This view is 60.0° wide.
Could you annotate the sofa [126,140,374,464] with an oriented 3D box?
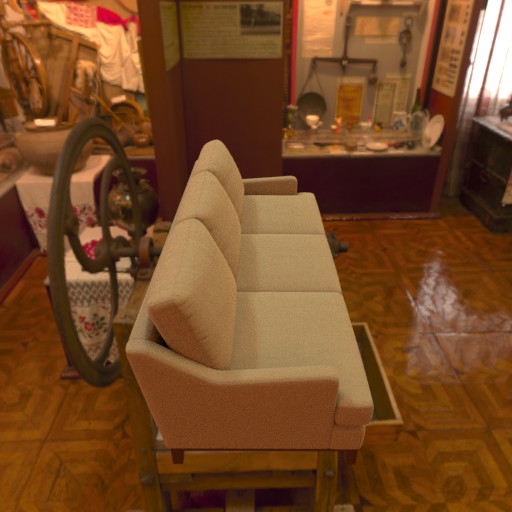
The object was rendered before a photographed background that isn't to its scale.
[{"bbox_3d":[0.000,0.000,2.796,1.000,0.913,2.321,0,30,0],"label":"sofa"}]
